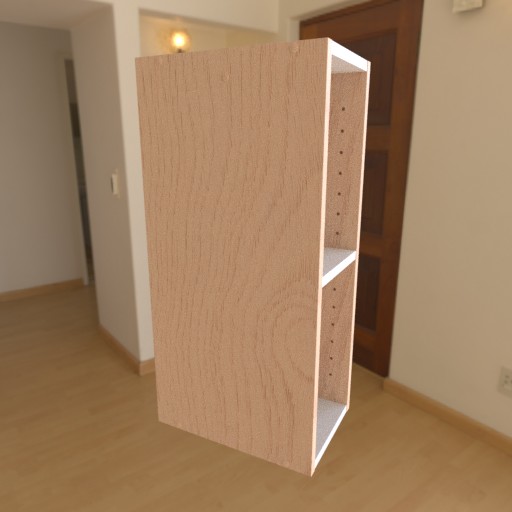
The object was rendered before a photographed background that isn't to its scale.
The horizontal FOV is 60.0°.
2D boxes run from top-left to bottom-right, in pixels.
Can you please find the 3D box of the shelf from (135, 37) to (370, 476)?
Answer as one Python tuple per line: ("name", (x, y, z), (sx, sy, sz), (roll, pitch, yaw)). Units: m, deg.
("shelf", (0.000, 0.000, 0.733), (0.290, 0.600, 0.200), (8, 17, 27))
